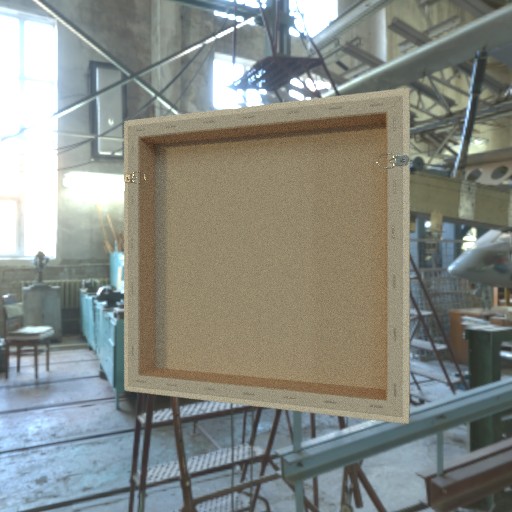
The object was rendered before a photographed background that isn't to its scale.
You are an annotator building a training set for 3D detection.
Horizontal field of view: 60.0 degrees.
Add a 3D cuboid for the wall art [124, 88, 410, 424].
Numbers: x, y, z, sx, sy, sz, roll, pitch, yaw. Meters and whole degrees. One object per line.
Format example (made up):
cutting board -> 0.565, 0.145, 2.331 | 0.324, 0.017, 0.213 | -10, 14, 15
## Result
wall art -> 0.000, 0.000, 0.462 | 0.303, 0.304, 0.036 | 0, 0, 19
